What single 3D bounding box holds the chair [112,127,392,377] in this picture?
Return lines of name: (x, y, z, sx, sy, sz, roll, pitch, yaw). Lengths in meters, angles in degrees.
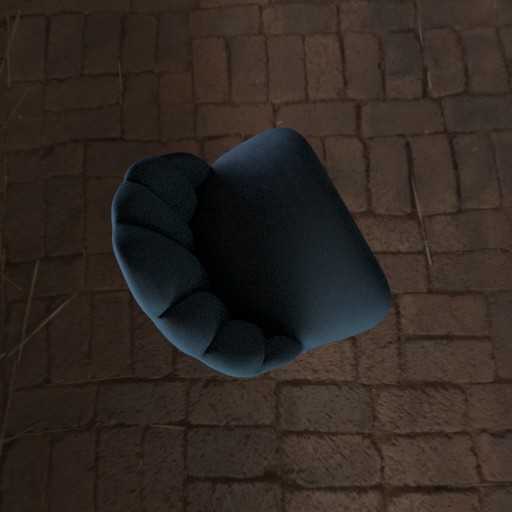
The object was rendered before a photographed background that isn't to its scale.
chair: (0.000, 0.000, 1.296, 0.599, 0.819, 0.657, -25, 77, -6)
